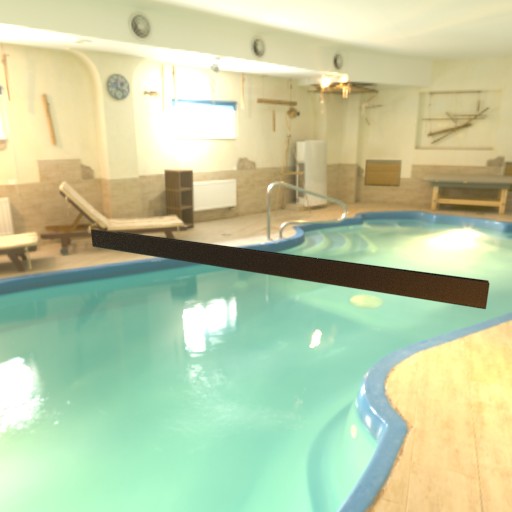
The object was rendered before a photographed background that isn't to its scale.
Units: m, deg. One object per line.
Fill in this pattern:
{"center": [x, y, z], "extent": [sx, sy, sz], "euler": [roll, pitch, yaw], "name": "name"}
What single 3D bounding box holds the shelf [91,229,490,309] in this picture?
{"center": [0.000, 0.000, 0.988], "extent": [0.924, 0.049, 0.092], "euler": [8, 17, 27], "name": "shelf"}
